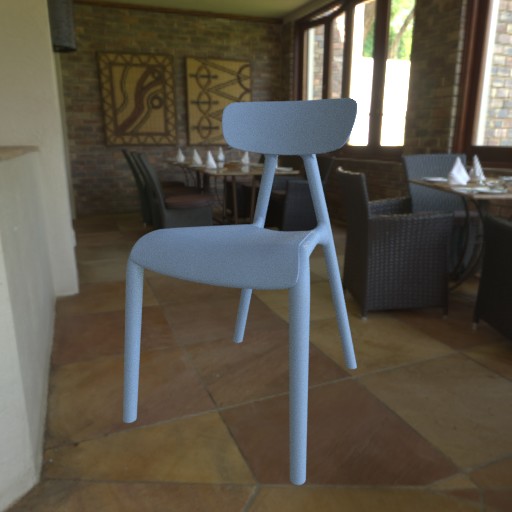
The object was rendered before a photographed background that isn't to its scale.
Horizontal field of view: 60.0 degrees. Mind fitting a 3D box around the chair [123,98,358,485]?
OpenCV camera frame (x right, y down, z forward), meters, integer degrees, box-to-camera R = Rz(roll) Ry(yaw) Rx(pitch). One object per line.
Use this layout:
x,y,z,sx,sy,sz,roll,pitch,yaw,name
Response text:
0.000,0.000,0.837,0.356,0.580,0.401,7,16,26,chair
